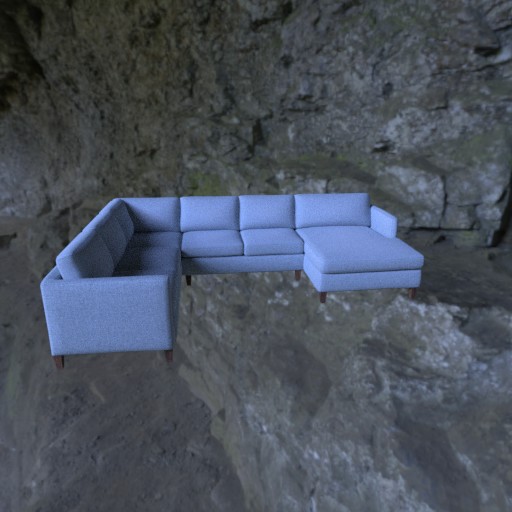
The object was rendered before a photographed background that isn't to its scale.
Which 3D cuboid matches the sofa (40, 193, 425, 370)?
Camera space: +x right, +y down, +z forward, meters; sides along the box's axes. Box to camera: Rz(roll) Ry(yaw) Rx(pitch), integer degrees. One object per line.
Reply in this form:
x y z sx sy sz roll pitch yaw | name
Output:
0.000 0.000 4.543 3.403 0.889 2.551 -2 18 -7 | sofa
